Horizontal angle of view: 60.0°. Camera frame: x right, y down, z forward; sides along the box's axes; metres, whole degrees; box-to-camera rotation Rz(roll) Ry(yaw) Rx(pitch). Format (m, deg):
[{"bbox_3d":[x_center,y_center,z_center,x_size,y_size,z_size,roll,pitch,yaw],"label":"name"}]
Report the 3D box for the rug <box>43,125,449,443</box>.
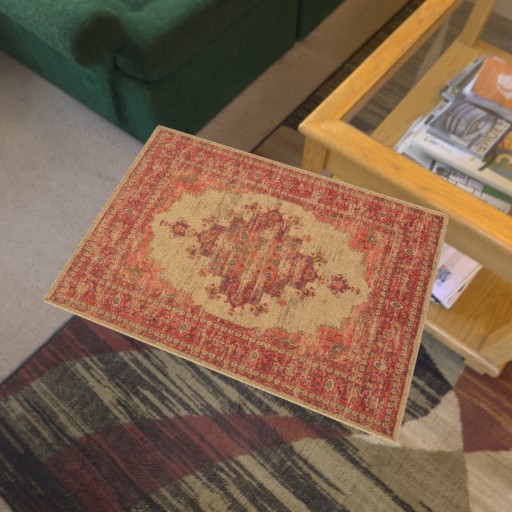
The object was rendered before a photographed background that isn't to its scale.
[{"bbox_3d":[0.000,0.000,2.887,2.232,0.011,1.555,19,64,10],"label":"rug"}]
